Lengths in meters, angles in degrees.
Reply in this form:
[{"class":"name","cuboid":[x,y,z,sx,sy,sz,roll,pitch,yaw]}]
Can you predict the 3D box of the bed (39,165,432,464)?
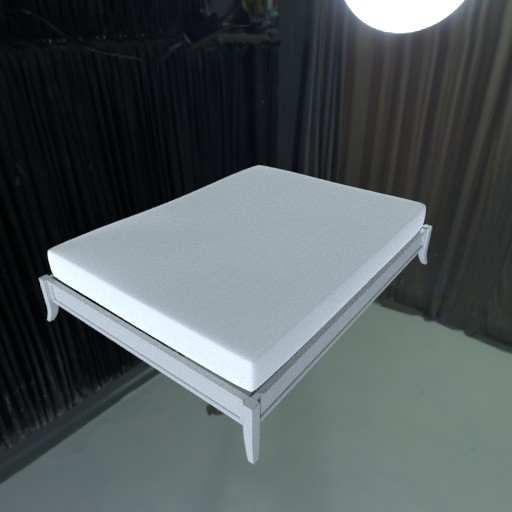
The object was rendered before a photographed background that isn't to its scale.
[{"class":"bed","cuboid":[0.000,0.000,2.884,1.604,0.510,2.108,21,36,32]}]
